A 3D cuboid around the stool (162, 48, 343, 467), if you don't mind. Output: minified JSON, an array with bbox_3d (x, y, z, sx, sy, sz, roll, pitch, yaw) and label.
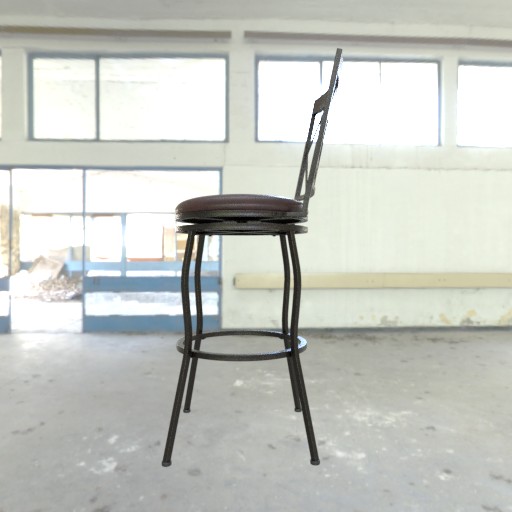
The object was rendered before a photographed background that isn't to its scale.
[{"bbox_3d":[0.000,0.000,1.410,0.521,1.134,0.432,0,0,-1],"label":"stool"}]
